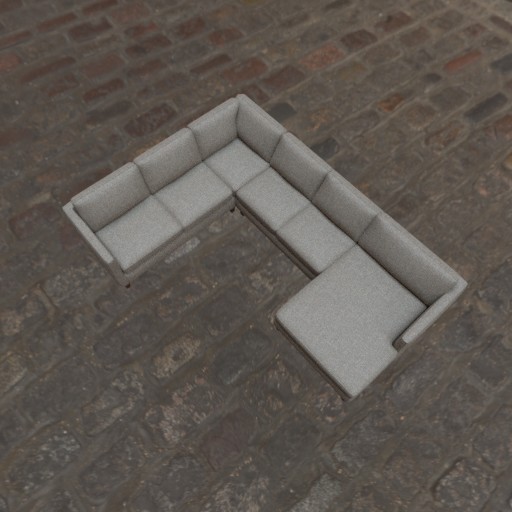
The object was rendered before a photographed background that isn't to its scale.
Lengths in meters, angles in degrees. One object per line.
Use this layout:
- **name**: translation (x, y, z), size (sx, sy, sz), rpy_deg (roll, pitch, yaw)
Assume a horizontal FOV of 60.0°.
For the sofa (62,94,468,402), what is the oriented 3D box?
- **sofa**: translation (0.000, 0.000, 4.682), size (2.551, 0.889, 3.403), rpy_deg (-38, 69, -17)
